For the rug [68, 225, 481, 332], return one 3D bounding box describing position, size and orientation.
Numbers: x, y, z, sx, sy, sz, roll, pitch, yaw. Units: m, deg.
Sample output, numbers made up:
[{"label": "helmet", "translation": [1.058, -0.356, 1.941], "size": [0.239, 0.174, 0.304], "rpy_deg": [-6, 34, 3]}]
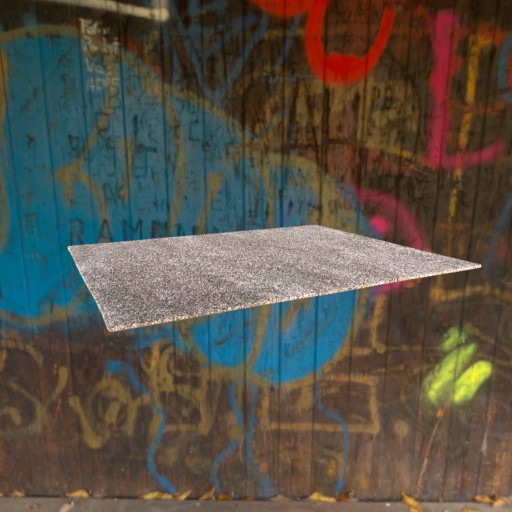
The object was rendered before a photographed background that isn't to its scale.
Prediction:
[{"label": "rug", "translation": [0.000, 0.000, 4.061], "size": [3.000, 0.025, 2.401], "rpy_deg": [-7, 15, -27]}]
